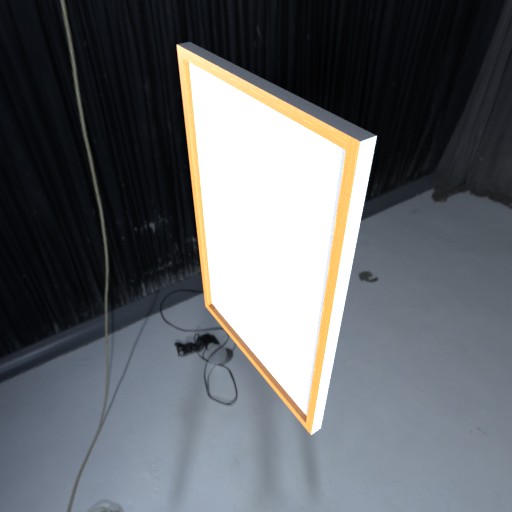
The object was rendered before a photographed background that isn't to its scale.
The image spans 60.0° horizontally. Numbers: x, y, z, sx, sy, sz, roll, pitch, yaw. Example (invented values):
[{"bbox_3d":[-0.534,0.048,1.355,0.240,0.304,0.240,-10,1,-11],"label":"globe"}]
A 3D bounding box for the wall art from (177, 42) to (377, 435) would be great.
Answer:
[{"bbox_3d":[0.000,0.000,0.778,0.025,0.608,0.405,-25,47,-25],"label":"wall art"}]
